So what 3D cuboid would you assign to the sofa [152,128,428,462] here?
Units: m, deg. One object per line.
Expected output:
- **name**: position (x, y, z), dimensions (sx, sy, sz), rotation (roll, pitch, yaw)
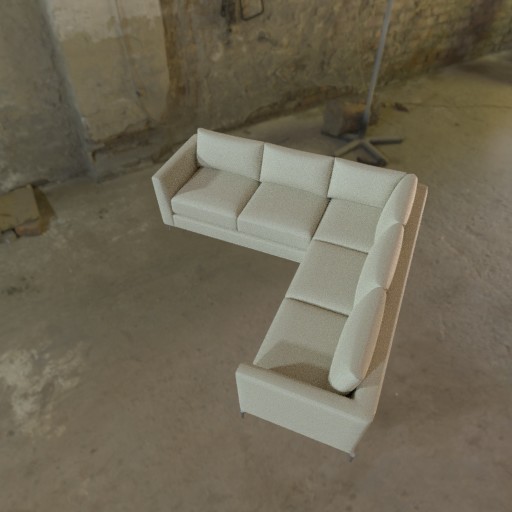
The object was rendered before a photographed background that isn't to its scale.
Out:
- **sofa**: position (0.000, 0.000, 3.786), dimensions (2.430, 0.867, 2.448), rotation (16, 48, 16)
